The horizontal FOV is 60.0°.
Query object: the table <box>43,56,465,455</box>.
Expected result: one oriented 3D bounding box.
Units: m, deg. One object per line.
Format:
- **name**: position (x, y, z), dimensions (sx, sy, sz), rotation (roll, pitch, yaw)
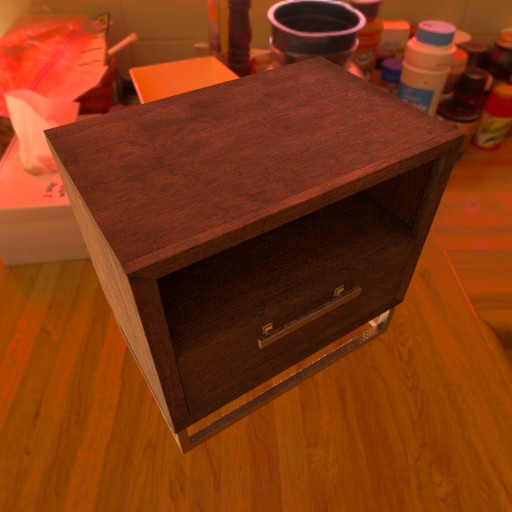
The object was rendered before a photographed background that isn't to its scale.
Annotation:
- **table**: position (0.000, 0.000, 1.218), dimensions (0.767, 0.746, 0.542), rotation (-24, 50, -22)
